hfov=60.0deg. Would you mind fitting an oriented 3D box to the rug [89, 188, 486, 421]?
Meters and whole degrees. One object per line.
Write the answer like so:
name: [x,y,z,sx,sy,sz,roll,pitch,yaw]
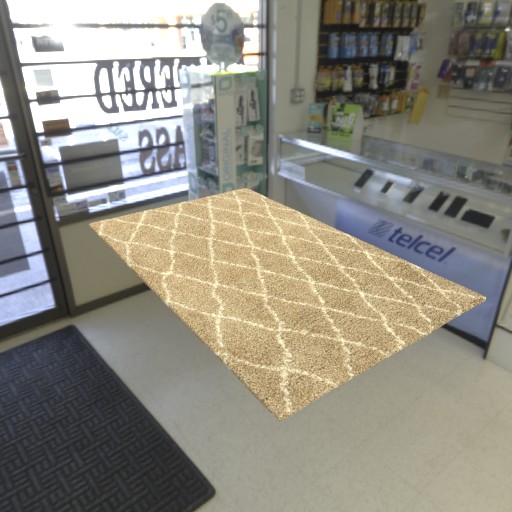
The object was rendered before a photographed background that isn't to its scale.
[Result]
rug: [0.000,0.000,3.034,1.524,0.030,2.438,-18,32,-31]
